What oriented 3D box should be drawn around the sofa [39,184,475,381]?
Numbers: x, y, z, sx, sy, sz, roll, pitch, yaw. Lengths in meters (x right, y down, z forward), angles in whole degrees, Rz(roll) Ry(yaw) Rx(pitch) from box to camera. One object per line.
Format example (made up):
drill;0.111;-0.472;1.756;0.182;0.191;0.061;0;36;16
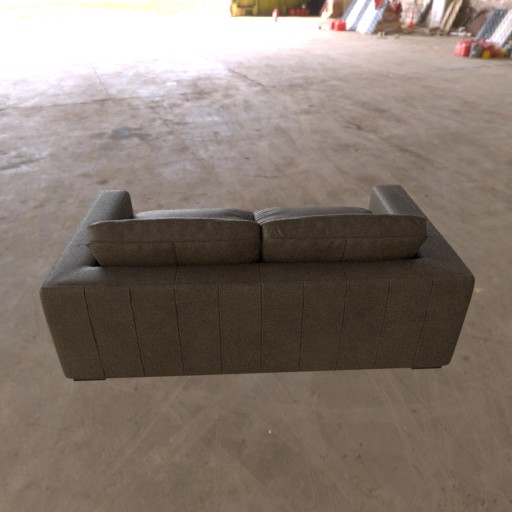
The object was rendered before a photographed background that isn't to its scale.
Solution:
sofa;0.000;0.000;2.439;1.920;0.800;1.070;-1;32;-2
